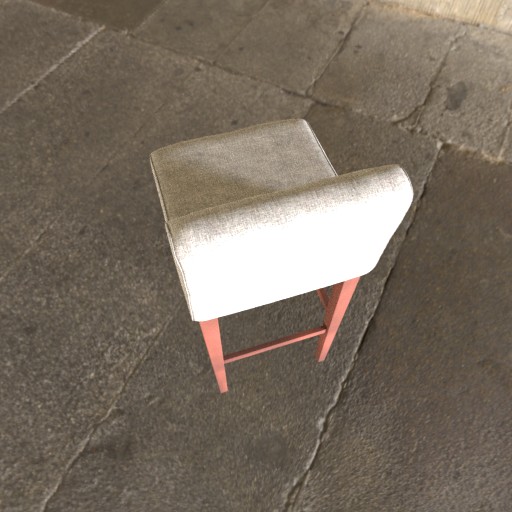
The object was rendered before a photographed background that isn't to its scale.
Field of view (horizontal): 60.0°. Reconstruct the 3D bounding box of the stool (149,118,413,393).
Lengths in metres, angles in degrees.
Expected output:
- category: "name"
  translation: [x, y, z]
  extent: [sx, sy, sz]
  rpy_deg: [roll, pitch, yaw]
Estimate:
- category: "stool"
  translation: [0.000, 0.000, 1.237]
  extent: [0.426, 0.965, 0.499]
  rpy_deg: [-15, 59, -9]
